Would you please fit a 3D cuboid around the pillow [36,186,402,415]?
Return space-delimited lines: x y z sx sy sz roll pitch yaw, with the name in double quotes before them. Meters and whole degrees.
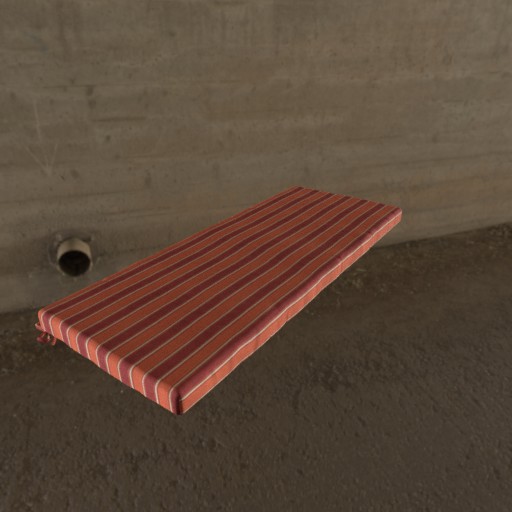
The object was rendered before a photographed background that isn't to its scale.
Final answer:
"pillow" 0.000 0.000 1.324 0.492 0.081 1.187 18 32 31
